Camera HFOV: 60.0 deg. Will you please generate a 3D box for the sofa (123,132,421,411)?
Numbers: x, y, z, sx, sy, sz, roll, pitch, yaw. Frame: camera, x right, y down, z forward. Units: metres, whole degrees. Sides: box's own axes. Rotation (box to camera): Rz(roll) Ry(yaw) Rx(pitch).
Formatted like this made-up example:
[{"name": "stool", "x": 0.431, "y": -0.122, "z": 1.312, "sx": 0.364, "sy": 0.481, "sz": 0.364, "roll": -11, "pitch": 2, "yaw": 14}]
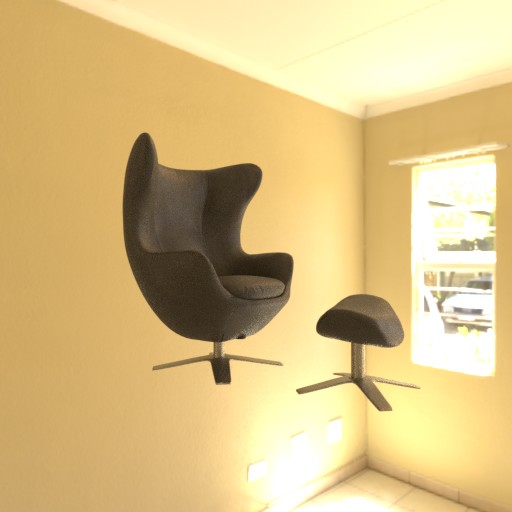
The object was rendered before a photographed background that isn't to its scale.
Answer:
[{"name": "sofa", "x": 0.000, "y": 0.000, "z": 2.156, "sx": 1.444, "sy": 1.135, "sz": 0.894, "roll": 0, "pitch": -1, "yaw": 37}]
